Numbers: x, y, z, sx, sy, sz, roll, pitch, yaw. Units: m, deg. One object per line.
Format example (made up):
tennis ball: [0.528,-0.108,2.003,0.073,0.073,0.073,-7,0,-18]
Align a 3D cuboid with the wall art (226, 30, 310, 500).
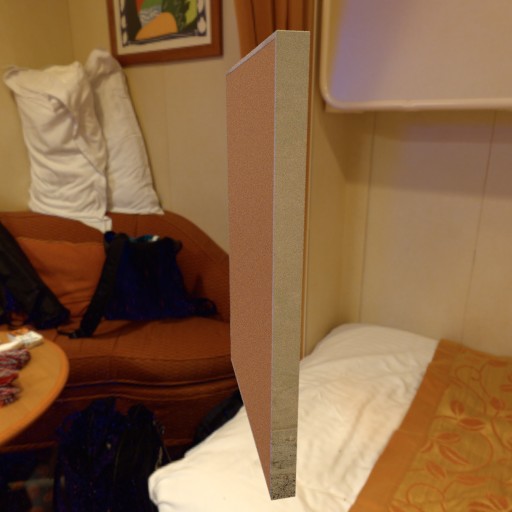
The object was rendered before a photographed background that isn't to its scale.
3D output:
wall art: [0.000,0.000,0.737,0.036,0.607,0.403,-3,17,-11]
